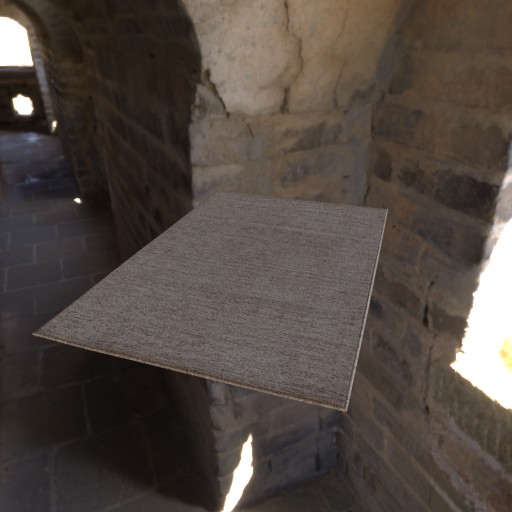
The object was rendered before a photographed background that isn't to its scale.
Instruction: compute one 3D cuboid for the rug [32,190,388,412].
[{"bbox_3d":[0.000,0.000,2.309,1.211,0.018,1.822,9,28,17],"label":"rug"}]
